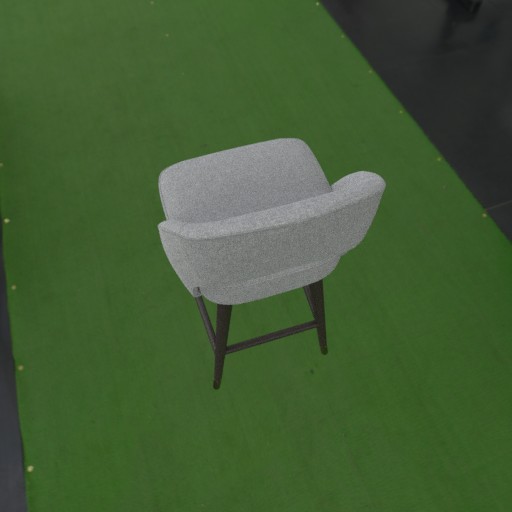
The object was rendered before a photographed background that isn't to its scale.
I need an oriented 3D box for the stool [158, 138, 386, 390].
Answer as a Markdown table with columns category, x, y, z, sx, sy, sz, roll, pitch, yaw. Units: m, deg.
| category | x | y | z | sx | sy | sz | roll | pitch | yaw |
| --- | --- | --- | --- | --- | --- | --- | --- | --- | --- |
| stool | 0.000 | 0.000 | 1.309 | 0.494 | 1.037 | 0.509 | -15 | 60 | -9 |
